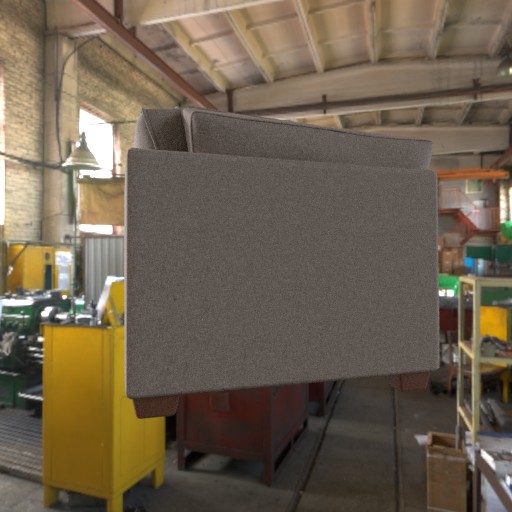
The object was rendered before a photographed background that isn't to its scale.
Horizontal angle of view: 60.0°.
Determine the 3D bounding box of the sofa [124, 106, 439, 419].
[{"bbox_3d":[0.000,0.000,1.845,1.050,0.951,1.042,0,-1,-17],"label":"sofa"}]
